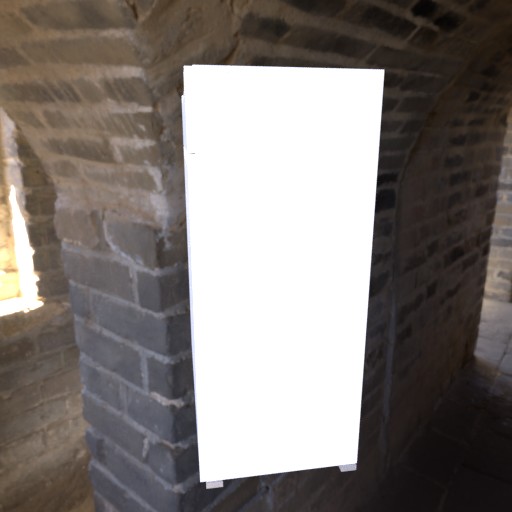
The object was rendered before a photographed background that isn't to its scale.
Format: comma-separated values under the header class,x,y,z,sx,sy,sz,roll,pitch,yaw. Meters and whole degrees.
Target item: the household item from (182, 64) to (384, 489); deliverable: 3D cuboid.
class,x,y,z,sx,sy,sz,roll,pitch,yaw
household item,0.000,0.000,1.413,0.420,1.010,0.790,-3,15,-9
